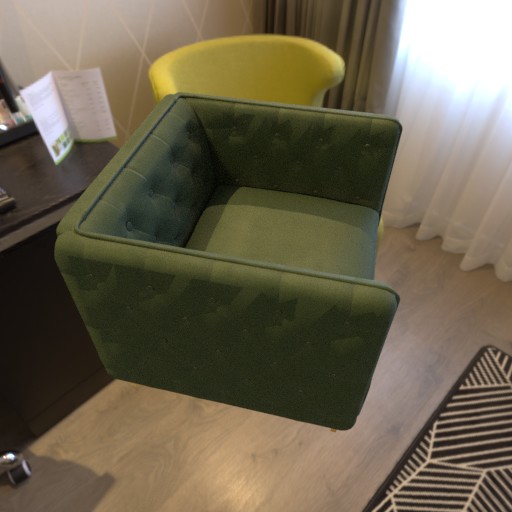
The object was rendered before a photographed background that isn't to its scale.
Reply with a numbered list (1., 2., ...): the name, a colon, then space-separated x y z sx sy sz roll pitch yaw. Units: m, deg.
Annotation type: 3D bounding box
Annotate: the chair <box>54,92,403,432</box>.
1. chair: 0.000 0.000 1.560 0.855 0.768 0.917 10 46 9
